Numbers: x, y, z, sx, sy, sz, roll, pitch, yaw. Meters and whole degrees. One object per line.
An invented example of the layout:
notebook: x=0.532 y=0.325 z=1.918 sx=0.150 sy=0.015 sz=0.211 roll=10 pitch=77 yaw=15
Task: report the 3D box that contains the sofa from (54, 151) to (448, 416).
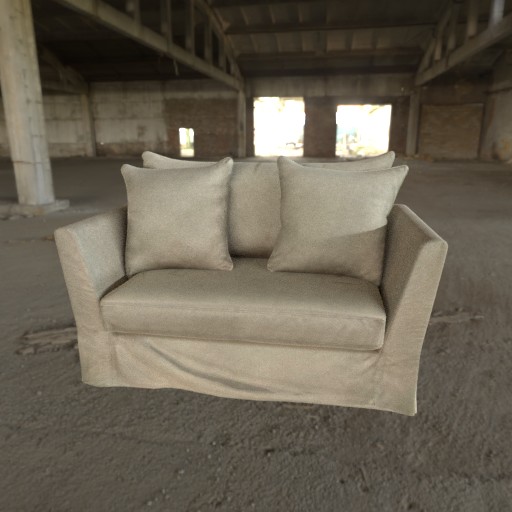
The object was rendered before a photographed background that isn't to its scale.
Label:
sofa: x=0.000 y=0.000 z=2.282 sx=1.608 sy=1.040 sz=1.035 roll=2 pitch=15 yaw=9
